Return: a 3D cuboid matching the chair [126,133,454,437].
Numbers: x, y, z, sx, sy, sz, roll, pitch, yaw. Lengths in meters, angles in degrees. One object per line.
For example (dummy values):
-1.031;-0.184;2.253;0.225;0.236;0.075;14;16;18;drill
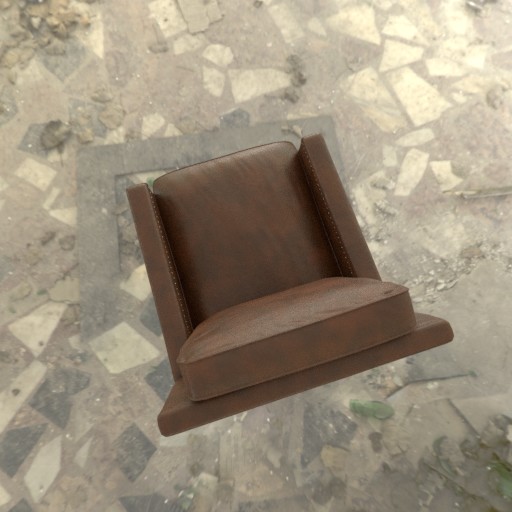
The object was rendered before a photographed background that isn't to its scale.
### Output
0.000;0.000;1.760;0.854;1.054;1.035;-17;76;-5;chair
